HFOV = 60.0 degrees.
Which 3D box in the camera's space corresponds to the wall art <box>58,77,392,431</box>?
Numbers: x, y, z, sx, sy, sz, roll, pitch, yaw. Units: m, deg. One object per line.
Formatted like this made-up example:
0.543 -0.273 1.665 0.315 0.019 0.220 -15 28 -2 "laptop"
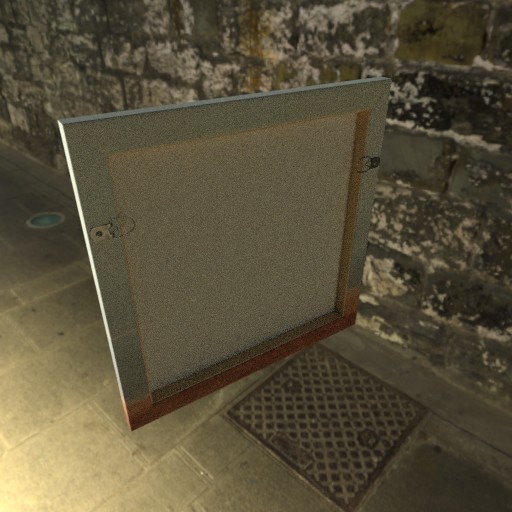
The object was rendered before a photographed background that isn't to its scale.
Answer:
0.000 0.000 0.871 0.605 0.605 0.034 -19 36 -28 "wall art"
